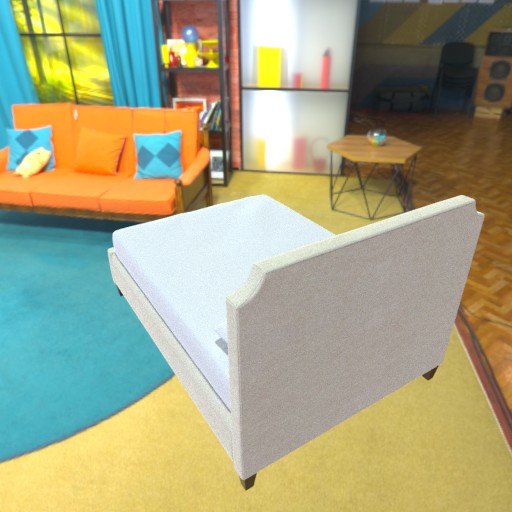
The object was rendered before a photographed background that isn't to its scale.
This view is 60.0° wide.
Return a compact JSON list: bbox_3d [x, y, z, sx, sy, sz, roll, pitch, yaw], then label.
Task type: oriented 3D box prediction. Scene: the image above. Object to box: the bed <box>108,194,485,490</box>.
[{"bbox_3d":[0.000,0.000,3.392,1.713,1.457,2.381,-18,35,-28],"label":"bed"}]
